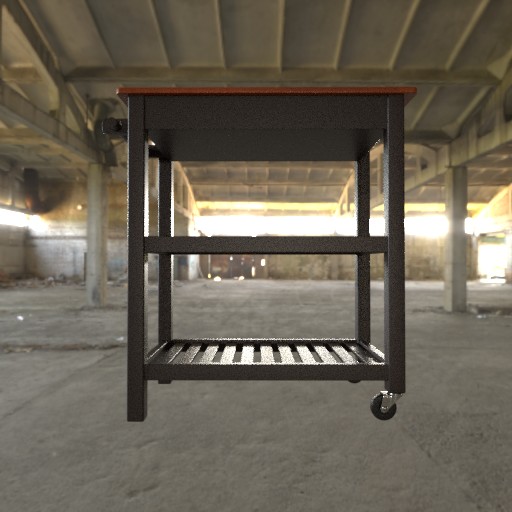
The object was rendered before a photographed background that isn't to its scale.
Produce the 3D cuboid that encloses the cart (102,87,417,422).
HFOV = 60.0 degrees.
[{"bbox_3d":[0.000,0.000,1.446,0.899,0.927,0.457,0,-1,0],"label":"cart"}]
